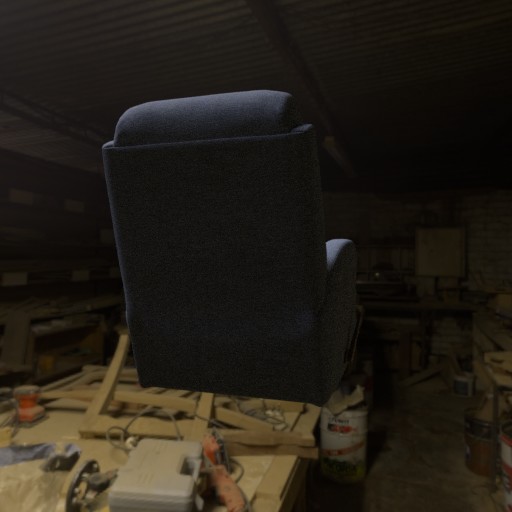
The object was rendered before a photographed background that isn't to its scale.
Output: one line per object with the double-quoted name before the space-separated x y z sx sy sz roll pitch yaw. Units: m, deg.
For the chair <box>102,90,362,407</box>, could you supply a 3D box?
"chair" 0.000 0.000 1.776 0.798 1.013 1.043 0 1 18
